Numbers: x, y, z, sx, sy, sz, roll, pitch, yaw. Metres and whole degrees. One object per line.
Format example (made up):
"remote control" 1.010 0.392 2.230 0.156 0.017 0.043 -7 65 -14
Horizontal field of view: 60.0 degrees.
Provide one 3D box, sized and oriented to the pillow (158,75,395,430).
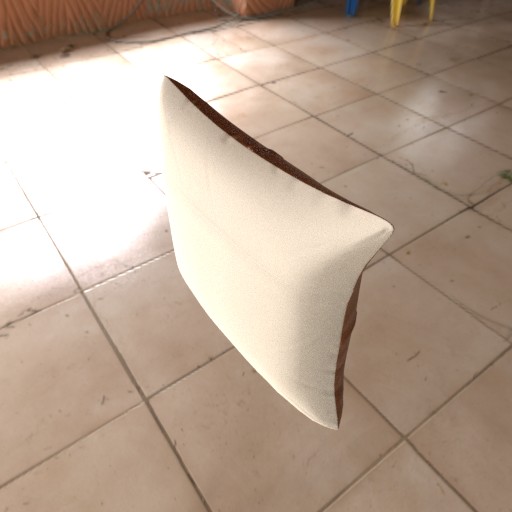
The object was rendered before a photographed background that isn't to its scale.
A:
"pillow" 0.000 0.000 0.772 0.192 0.477 0.501 -27 50 -26
